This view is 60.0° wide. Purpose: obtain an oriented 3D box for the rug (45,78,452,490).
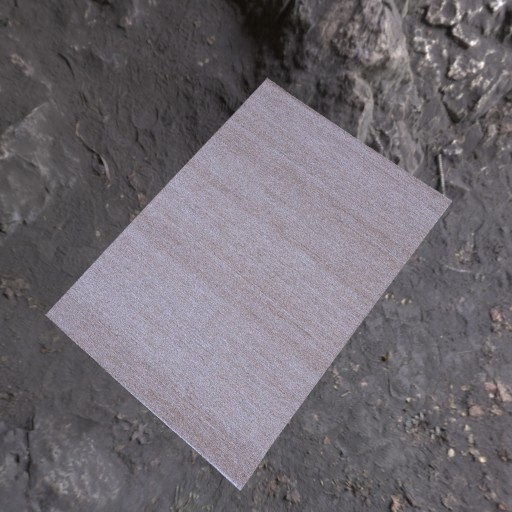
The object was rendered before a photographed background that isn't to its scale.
[{"bbox_3d":[0.000,0.000,2.899,1.596,0.030,2.283,38,77,10],"label":"rug"}]
